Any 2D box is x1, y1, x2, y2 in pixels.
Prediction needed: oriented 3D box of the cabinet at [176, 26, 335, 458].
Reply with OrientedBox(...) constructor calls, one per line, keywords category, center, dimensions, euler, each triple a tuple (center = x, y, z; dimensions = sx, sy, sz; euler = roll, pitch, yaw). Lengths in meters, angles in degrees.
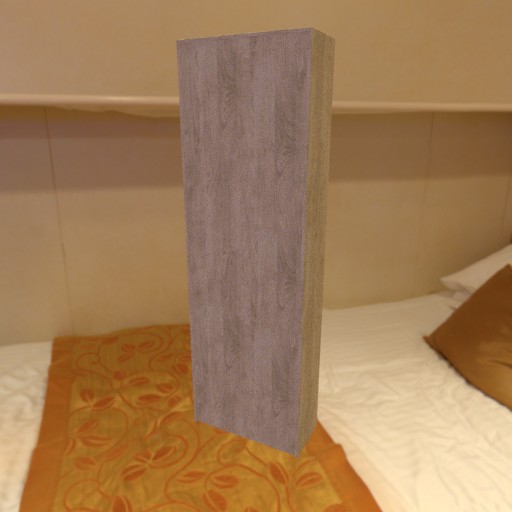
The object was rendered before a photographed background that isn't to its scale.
OrientedBox(category="cabinet", center=(0.000, 0.000, 1.834), dimensions=(0.520, 1.630, 0.250), euler=(9, 19, 26))
